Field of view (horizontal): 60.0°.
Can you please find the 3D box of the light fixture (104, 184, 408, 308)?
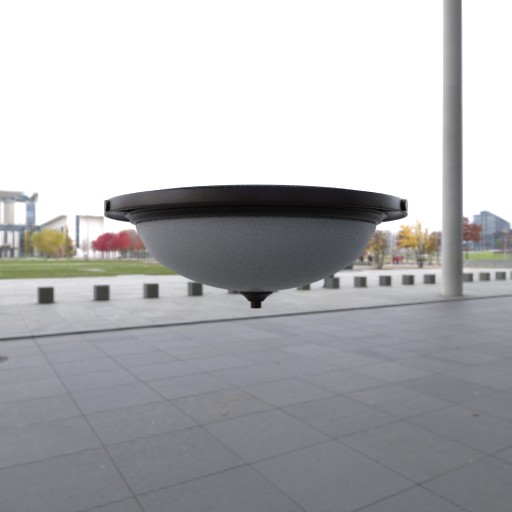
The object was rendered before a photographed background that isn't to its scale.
[{"bbox_3d":[0.000,0.000,0.556,0.361,0.130,0.361,0,0,0],"label":"light fixture"}]
